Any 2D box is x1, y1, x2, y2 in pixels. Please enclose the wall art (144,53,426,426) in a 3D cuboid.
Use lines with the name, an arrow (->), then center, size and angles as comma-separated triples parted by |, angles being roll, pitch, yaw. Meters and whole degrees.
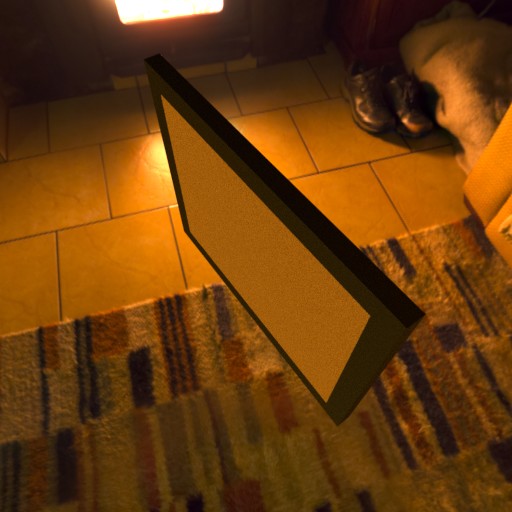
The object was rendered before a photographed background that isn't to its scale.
wall art -> 0.000, 0.000, 0.769 | 0.028, 0.460, 0.561 | -31, 63, -18
